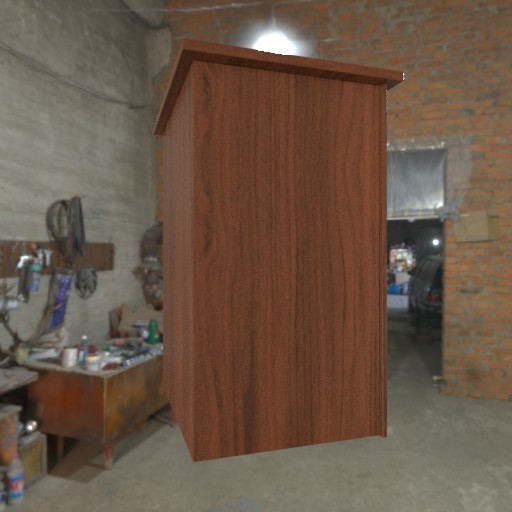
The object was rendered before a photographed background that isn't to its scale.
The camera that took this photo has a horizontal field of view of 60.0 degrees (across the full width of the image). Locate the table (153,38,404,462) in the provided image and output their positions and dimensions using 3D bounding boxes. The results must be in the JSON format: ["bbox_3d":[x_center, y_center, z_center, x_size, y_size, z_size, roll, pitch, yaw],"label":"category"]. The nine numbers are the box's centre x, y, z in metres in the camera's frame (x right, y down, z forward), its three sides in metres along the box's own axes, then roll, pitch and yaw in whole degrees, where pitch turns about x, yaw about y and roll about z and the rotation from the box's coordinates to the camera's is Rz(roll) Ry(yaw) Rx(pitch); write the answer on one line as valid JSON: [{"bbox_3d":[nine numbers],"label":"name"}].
[{"bbox_3d":[0.000,0.000,0.934,0.381,0.636,0.480,0,0,-18],"label":"table"}]
